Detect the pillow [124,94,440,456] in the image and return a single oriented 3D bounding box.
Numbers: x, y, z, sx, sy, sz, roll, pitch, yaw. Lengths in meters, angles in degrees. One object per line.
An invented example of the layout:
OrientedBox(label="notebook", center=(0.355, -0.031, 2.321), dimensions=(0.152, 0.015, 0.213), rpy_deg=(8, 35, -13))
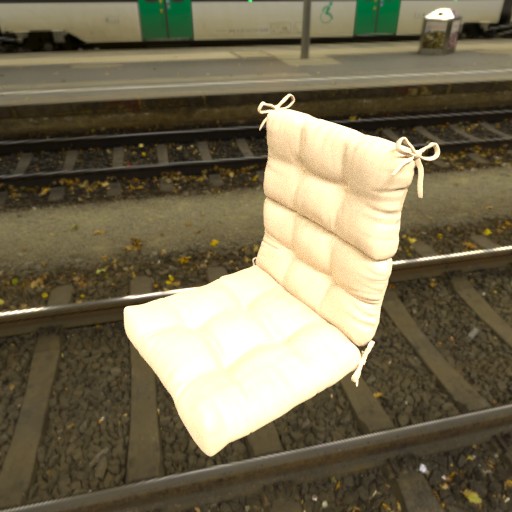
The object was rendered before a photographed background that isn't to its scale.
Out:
OrientedBox(label="pillow", center=(0.000, 0.000, 1.053), dimensions=(0.571, 0.605, 0.519), rpy_deg=(-19, 36, -29))
